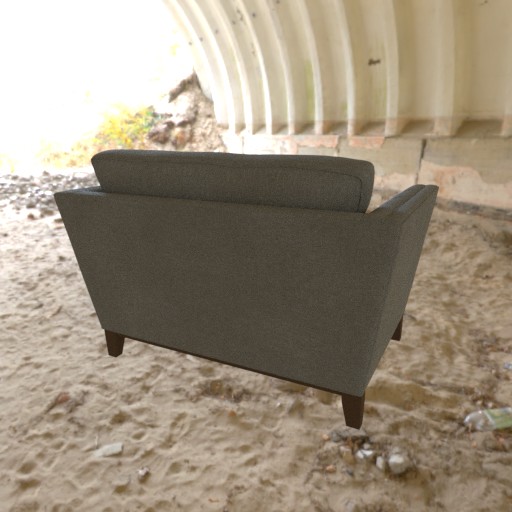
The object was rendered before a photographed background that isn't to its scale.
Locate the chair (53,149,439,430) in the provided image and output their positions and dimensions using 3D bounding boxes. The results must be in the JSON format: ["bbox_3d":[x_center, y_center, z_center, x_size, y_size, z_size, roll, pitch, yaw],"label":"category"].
[{"bbox_3d":[0.000,0.000,2.005,1.396,0.942,0.965,8,17,26],"label":"chair"}]
